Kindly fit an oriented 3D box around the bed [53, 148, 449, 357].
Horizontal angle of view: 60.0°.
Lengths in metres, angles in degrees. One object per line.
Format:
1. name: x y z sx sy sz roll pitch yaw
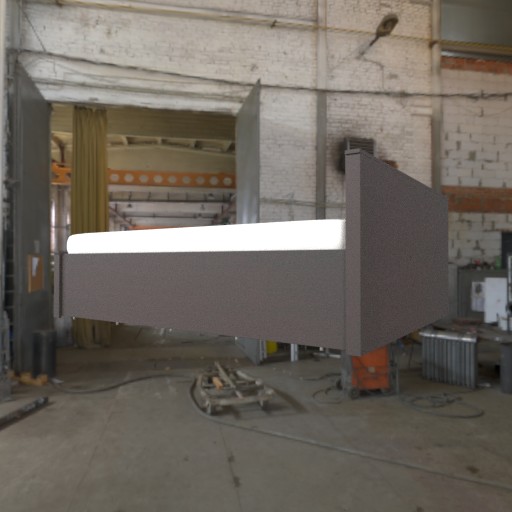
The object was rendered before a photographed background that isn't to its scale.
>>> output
1. bed: 0.000 0.000 2.983 2.103 0.808 1.634 0 -1 35
